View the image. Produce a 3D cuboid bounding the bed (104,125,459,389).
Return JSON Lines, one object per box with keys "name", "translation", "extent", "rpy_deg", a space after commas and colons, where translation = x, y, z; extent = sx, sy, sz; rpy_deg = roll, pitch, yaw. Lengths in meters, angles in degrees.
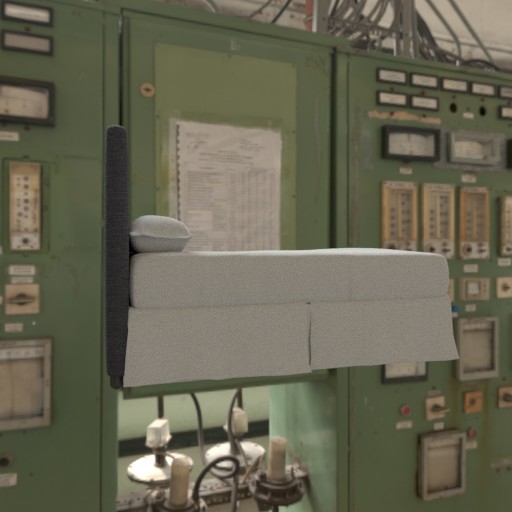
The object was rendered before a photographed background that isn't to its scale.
{"name": "bed", "translation": [0.000, 0.000, 3.327], "extent": [2.142, 1.330, 1.884], "rpy_deg": [0, 1, -18]}
